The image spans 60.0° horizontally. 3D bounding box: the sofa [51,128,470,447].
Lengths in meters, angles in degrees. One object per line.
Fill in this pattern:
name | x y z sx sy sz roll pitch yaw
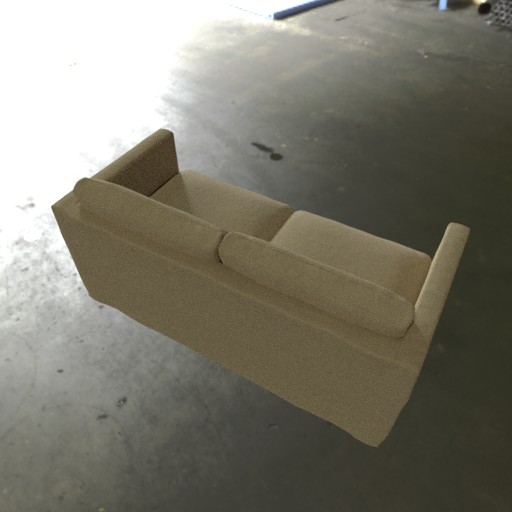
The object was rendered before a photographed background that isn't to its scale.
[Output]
sofa | 0.000 0.000 2.436 1.959 0.835 0.962 22 50 20
